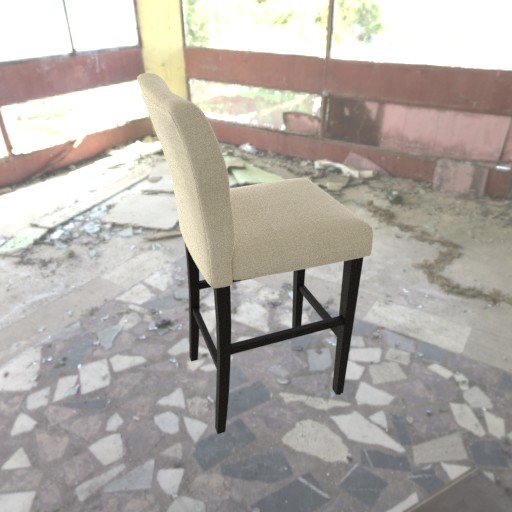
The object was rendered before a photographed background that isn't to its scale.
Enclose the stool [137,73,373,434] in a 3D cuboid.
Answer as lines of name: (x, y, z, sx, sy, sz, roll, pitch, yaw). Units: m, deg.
stool: (0.000, 0.000, 1.487, 0.603, 1.124, 0.516, -11, 32, -18)
